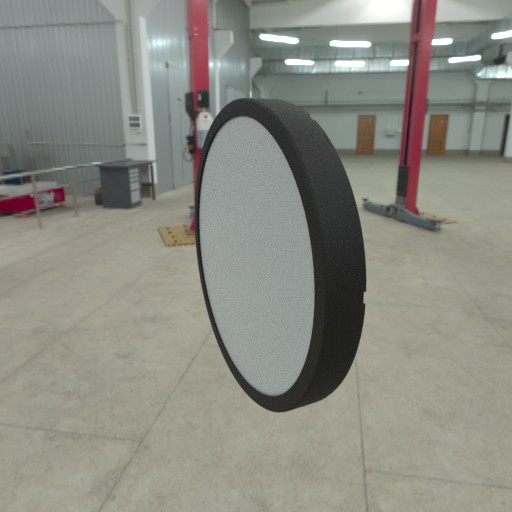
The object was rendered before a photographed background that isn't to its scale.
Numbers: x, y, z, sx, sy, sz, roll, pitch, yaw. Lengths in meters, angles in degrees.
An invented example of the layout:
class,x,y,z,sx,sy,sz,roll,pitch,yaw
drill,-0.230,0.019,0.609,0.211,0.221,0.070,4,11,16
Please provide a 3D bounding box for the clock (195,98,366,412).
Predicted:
class,x,y,z,sx,sy,sz,roll,pitch,yaw
clock,0.000,0.000,0.437,0.040,0.293,0.293,-8,18,-24
